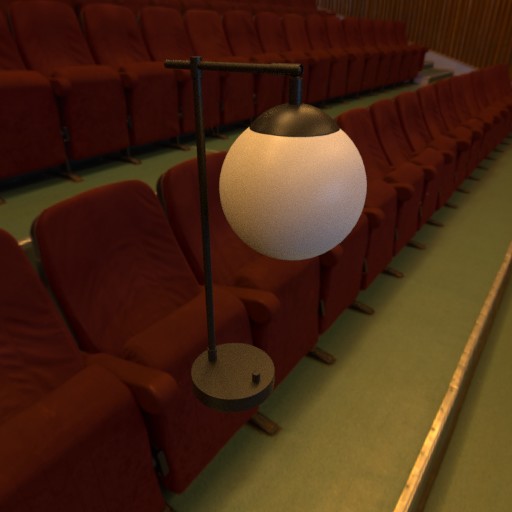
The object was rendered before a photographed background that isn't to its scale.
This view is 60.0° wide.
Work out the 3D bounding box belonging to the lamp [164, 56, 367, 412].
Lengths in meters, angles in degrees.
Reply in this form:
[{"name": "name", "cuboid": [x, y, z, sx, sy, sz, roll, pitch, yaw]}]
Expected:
[{"name": "lamp", "cuboid": [0.000, 0.000, 0.686, 0.316, 0.559, 0.197, 17, 31, 30]}]
